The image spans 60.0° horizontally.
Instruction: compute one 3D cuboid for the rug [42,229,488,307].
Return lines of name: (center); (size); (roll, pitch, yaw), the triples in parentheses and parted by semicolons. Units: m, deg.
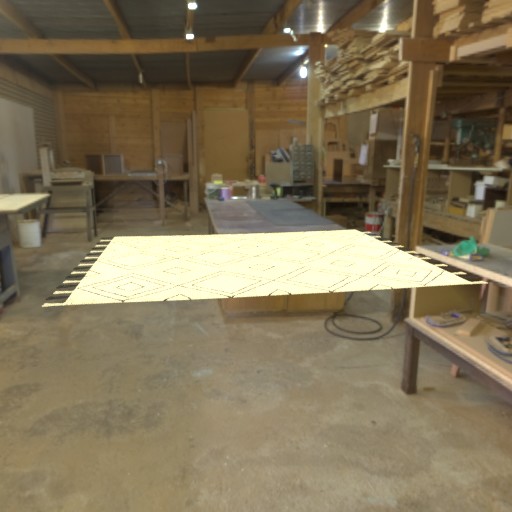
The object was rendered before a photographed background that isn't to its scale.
rug: (0.000, 0.000, 4.234); (3.221, 0.026, 2.342); (-2, 14, -9)
